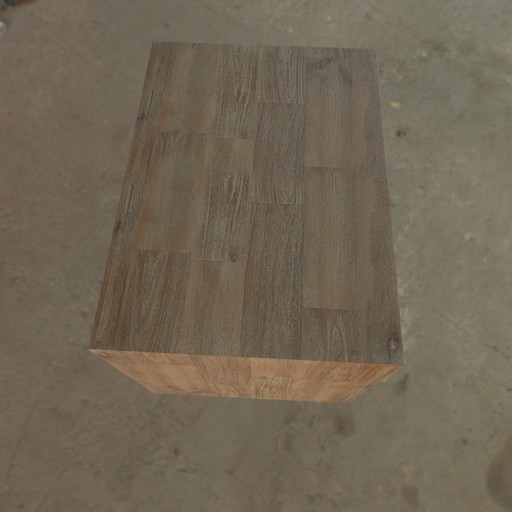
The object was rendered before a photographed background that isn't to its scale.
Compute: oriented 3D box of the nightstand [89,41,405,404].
[{"bbox_3d":[0.000,0.000,0.936,0.396,0.589,0.552,3,65,1],"label":"nightstand"}]
